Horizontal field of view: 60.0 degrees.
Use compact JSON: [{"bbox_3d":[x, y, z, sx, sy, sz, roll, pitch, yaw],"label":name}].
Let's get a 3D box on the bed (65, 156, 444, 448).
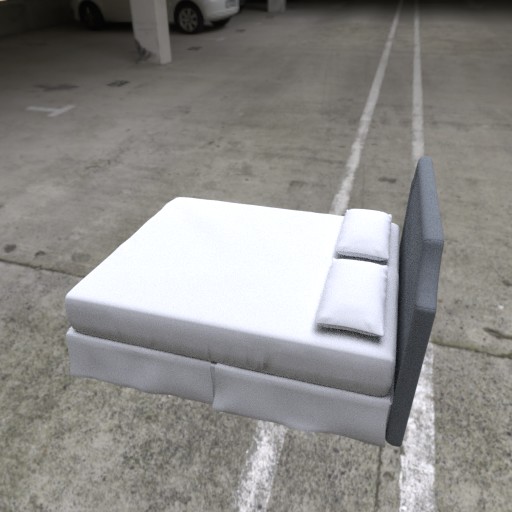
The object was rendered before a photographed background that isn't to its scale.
[{"bbox_3d":[0.000,0.000,3.249,2.259,1.296,1.811,8,32,14],"label":"bed"}]
